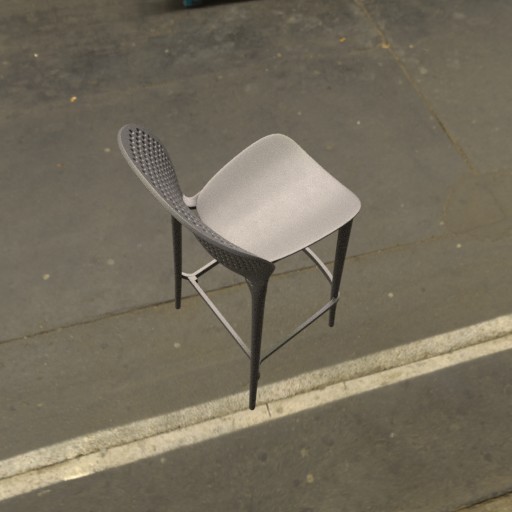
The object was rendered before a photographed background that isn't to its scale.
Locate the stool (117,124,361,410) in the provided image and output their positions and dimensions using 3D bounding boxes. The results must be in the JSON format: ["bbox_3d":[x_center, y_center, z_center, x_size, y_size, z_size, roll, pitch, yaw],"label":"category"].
[{"bbox_3d":[0.000,0.000,1.370,0.535,1.045,0.536,-33,64,-19],"label":"stool"}]
